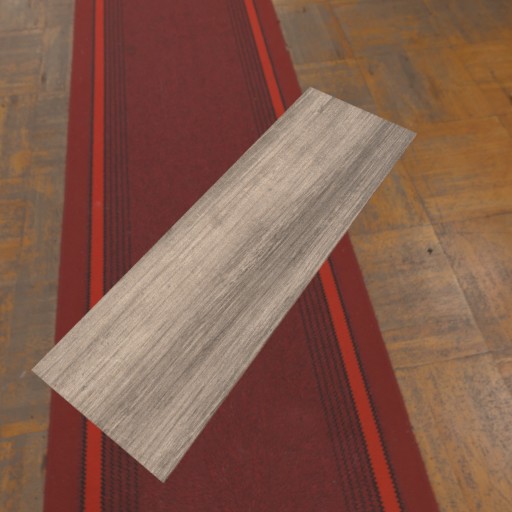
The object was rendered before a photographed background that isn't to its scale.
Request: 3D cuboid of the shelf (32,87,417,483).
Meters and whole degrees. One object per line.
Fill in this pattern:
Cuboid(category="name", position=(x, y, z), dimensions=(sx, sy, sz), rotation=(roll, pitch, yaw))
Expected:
Cuboid(category="shelf", position=(0.000, 0.000, 0.660), dimensions=(0.200, 0.125, 0.610), rotation=(31, 63, 18))
